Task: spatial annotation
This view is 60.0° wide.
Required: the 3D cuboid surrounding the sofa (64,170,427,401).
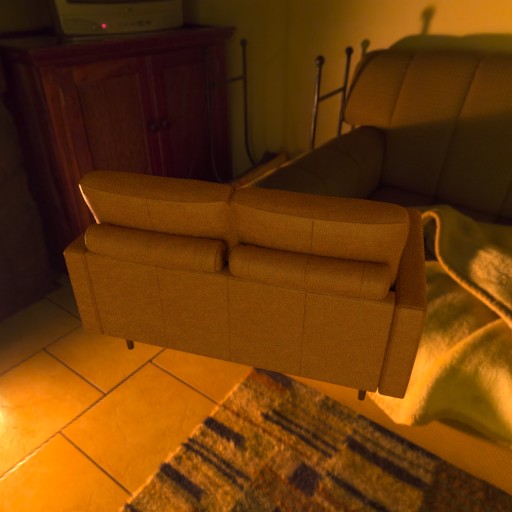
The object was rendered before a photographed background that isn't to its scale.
[{"bbox_3d":[0.000,0.000,2.014,1.430,0.898,0.868,9,33,14],"label":"sofa"}]
